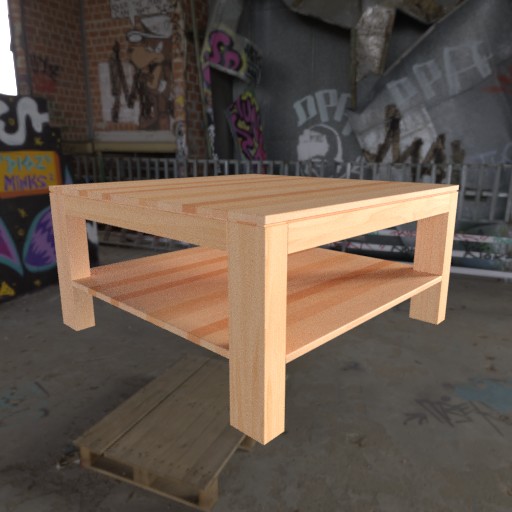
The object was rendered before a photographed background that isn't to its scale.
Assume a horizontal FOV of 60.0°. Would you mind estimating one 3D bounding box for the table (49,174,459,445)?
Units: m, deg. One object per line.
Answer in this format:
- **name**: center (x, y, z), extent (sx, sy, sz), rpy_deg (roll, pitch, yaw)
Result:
- **table**: center (0.000, 0.000, 1.427), extent (0.900, 0.450, 0.900), rpy_deg (13, 19, 42)
